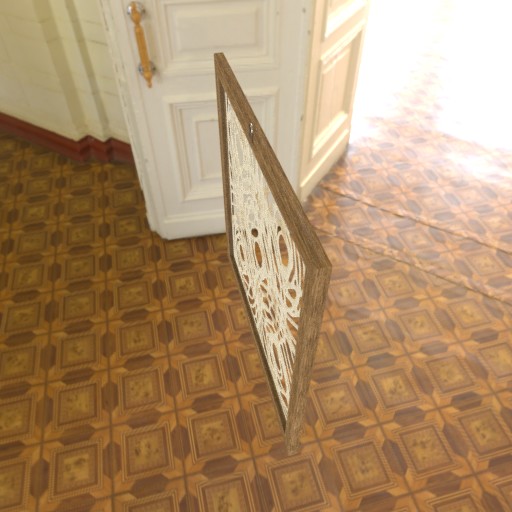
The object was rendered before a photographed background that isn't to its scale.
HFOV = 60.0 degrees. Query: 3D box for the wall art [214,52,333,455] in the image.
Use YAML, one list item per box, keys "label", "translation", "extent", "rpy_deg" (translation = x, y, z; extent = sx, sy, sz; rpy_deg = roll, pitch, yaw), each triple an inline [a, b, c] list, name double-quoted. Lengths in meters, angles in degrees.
- label: "wall art"
  translation: [0.000, 0.000, 0.853]
  extent: [0.021, 0.576, 0.561]
  rpy_deg: [-11, 48, -10]
